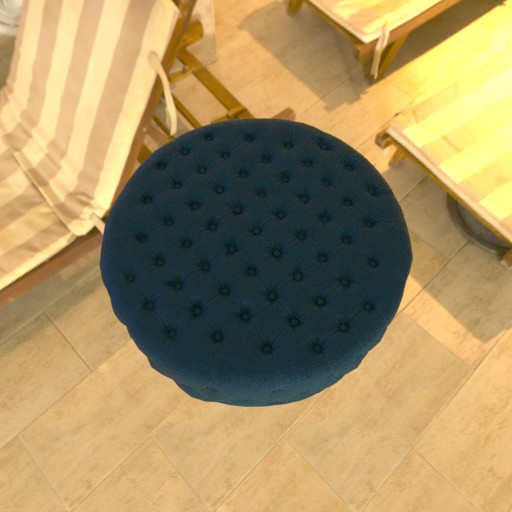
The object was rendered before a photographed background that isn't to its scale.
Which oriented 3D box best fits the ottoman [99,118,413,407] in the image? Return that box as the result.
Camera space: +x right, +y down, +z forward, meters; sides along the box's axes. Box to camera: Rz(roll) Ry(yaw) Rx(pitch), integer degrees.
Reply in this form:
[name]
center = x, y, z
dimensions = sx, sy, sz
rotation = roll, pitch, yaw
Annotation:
[ottoman]
center = 0.000, 0.000, 1.547
dimensions = 0.998, 0.398, 0.998
rotation = 0, 64, 0
